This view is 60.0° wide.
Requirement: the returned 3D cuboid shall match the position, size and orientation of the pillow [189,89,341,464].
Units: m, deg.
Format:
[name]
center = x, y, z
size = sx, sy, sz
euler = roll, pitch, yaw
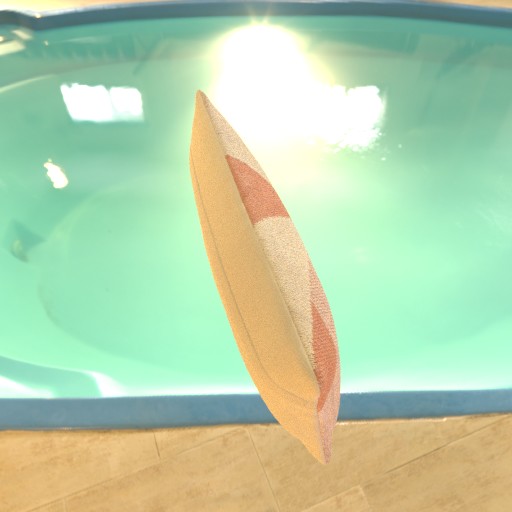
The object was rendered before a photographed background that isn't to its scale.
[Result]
[pillow]
center = 0.000, 0.000, 0.717
size = 0.155, 0.292, 0.609
euler = -12, 47, -11
